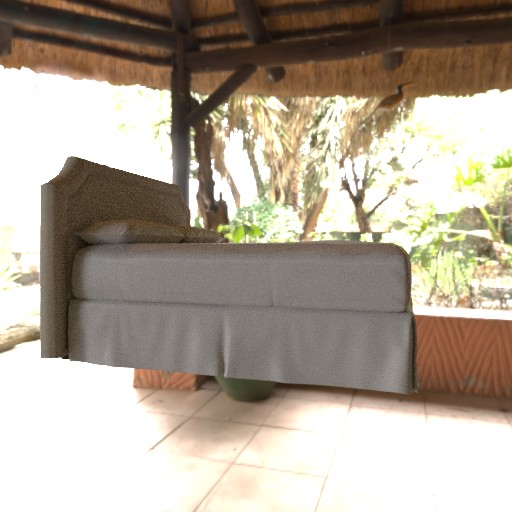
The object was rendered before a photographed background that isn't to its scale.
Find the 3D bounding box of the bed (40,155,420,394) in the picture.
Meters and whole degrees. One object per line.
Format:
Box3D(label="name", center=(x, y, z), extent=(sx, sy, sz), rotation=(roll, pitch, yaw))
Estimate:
Box3D(label="bed", center=(0.000, 0.000, 3.177), extent=(2.164, 1.297, 1.828), rotation=(0, 1, 18))
